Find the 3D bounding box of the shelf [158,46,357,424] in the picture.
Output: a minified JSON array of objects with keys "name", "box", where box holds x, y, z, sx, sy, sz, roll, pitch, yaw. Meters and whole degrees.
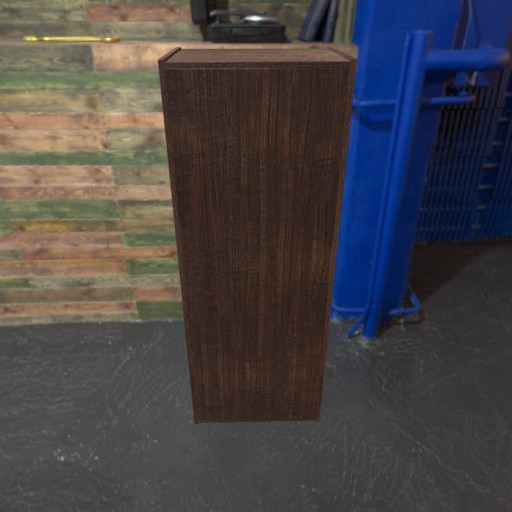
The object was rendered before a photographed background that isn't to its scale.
[{"name":"shelf","box":[0.000,0.000,1.310,0.415,1.099,0.290,-1,30,-1]}]
